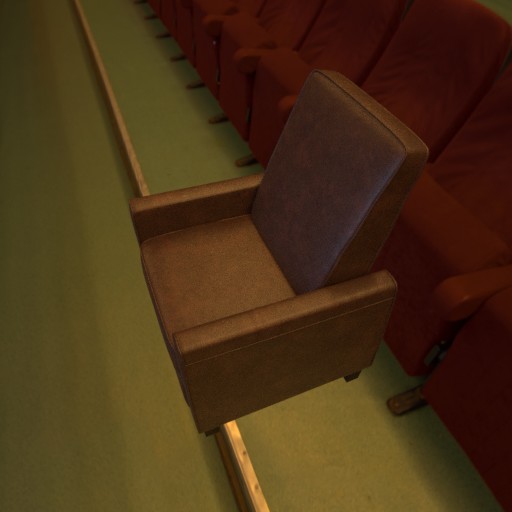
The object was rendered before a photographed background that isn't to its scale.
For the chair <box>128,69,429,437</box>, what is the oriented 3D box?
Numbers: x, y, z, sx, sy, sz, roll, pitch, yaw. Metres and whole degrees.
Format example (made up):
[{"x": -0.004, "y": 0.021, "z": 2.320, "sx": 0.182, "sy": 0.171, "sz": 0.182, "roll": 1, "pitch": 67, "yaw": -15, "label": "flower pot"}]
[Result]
[{"x": 0.000, "y": 0.000, "z": 1.518, "sx": 0.746, "sy": 1.013, "sz": 0.705, "roll": -17, "pitch": 49, "yaw": -15, "label": "chair"}]
